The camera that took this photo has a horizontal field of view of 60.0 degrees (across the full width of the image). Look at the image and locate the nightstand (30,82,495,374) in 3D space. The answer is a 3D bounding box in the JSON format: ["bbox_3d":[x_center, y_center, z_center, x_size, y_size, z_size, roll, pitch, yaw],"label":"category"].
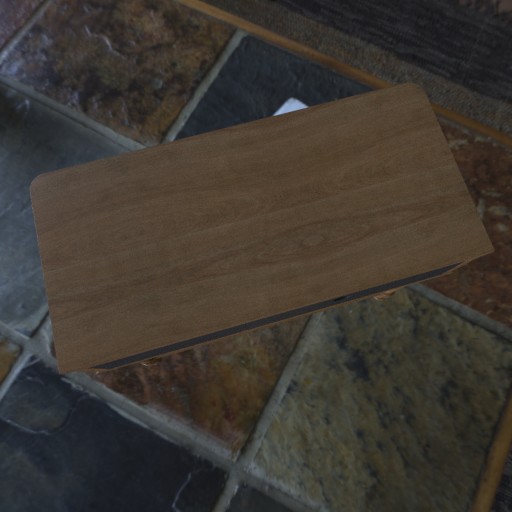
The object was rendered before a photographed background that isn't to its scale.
[{"bbox_3d":[0.000,0.000,1.283,0.914,0.700,0.432,-15,75,-4],"label":"nightstand"}]
